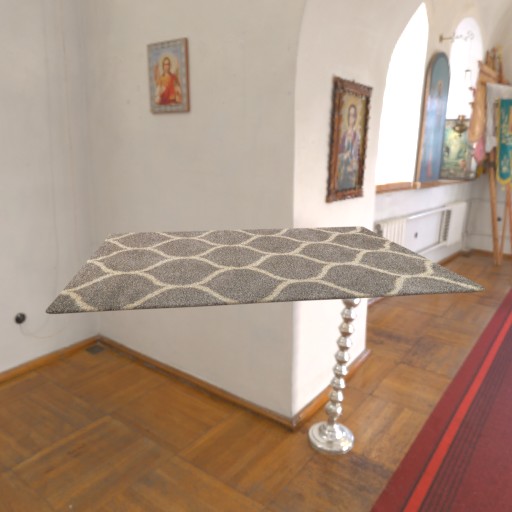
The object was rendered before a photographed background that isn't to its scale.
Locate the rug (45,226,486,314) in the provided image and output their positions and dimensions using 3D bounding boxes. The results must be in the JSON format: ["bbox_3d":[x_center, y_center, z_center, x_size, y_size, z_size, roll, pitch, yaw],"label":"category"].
[{"bbox_3d":[0.000,0.000,4.092,3.000,0.026,2.399,-2,15,-8],"label":"rug"}]
